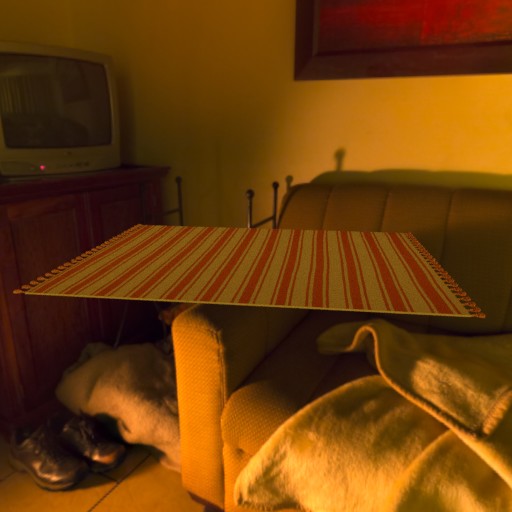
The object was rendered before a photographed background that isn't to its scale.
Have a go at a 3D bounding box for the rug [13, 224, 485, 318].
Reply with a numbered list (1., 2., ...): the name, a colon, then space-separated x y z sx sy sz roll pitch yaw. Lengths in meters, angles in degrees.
1. rug: 0.000 0.000 4.276 3.369 0.035 2.451 2 16 7
